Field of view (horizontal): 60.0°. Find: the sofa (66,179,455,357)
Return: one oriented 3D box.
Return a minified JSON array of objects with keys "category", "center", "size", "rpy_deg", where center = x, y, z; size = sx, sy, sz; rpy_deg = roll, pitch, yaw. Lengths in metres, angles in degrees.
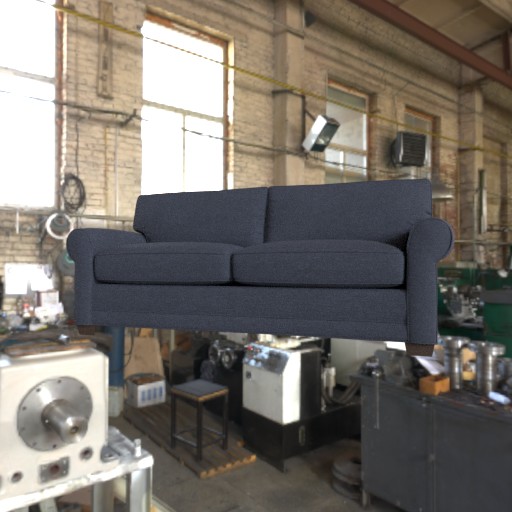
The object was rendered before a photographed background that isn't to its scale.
[{"category":"sofa","center":[0.000,0.000,2.962],"size":[2.391,1.026,0.954],"rpy_deg":[0,-1,19]}]
